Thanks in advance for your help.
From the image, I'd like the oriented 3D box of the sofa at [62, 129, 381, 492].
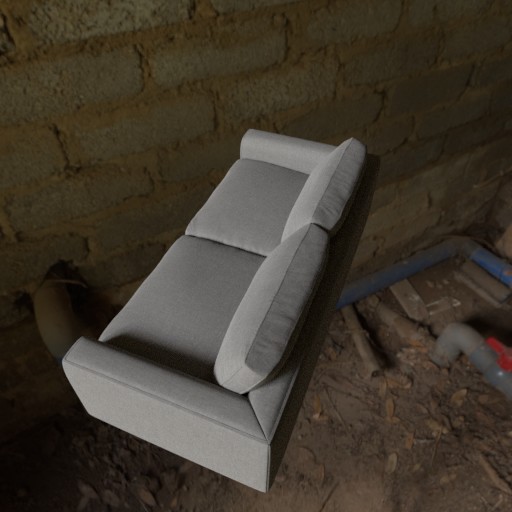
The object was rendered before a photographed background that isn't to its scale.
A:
[{"bbox_3d":[0.000,0.000,2.705,1.070,0.801,2.262,16,48,15],"label":"sofa"}]
